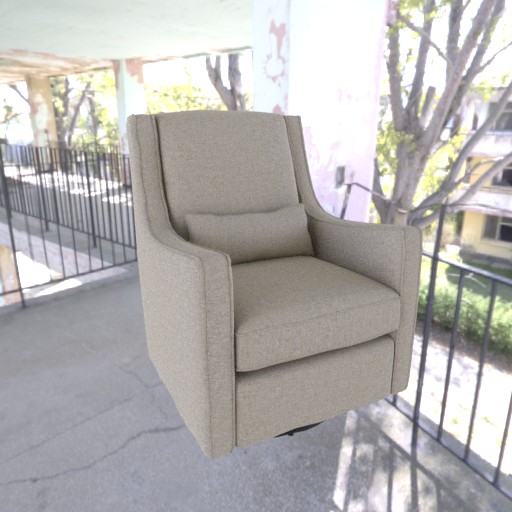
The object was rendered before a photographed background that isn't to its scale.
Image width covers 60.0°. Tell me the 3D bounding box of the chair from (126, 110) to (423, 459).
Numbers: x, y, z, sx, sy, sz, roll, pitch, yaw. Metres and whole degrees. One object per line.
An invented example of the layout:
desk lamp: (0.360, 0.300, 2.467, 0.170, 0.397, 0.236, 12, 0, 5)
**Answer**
chair: (0.000, 0.000, 1.562, 0.732, 0.993, 0.879, -8, 19, -26)
